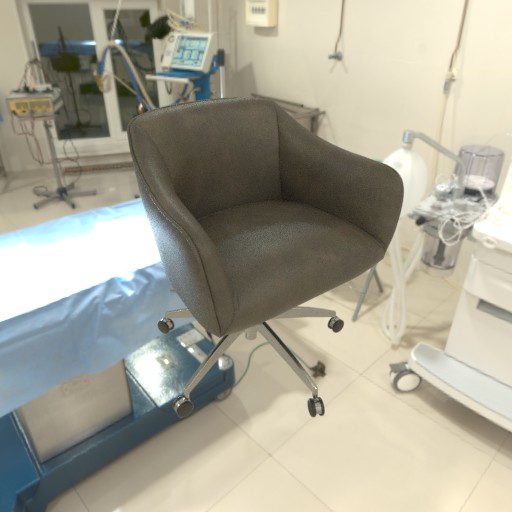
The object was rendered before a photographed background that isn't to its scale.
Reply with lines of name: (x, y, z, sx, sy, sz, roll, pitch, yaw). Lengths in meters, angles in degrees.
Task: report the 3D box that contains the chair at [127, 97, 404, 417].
chair: (0.000, 0.000, 1.373, 0.713, 0.827, 0.689, -21, 36, -31)
